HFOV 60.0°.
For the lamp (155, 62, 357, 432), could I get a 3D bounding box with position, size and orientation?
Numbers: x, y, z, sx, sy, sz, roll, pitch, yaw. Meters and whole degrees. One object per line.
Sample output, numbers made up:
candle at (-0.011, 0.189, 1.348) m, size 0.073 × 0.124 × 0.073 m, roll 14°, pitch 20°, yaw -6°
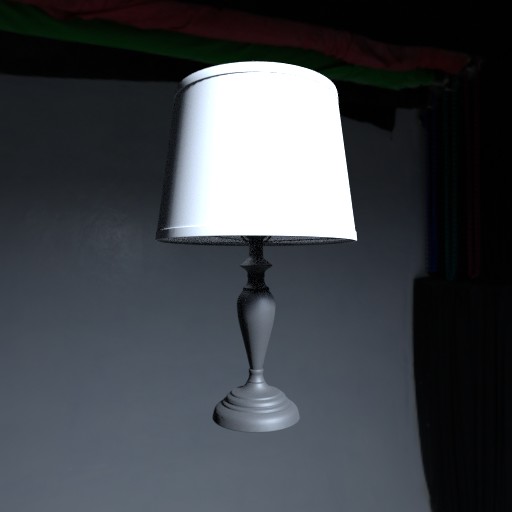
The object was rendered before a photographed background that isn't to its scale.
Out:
lamp at (0.000, 0.000, 0.698) m, size 0.310 × 0.501 × 0.310 m, roll 0°, pitch -1°, yaw 0°
